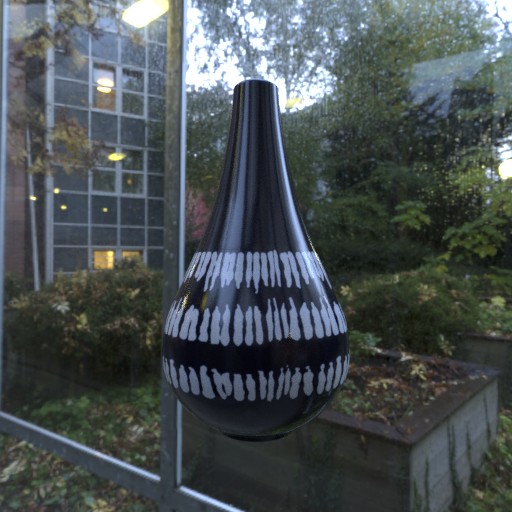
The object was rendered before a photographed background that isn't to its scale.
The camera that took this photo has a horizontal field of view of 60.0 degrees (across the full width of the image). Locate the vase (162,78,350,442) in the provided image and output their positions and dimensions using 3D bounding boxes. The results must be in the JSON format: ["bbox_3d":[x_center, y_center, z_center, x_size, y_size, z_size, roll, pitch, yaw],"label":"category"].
[{"bbox_3d":[0.000,0.000,0.384,0.159,0.295,0.159,0,-1,0],"label":"vase"}]
